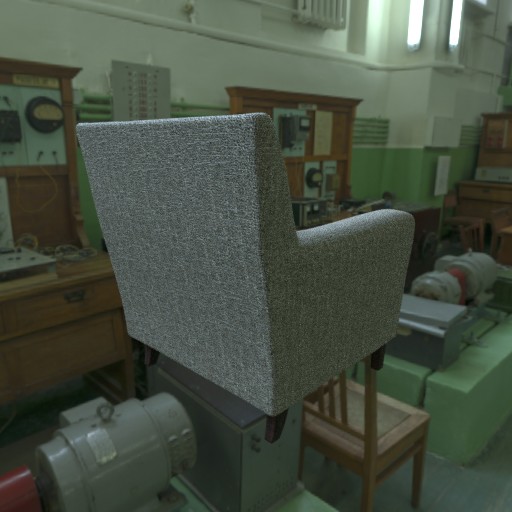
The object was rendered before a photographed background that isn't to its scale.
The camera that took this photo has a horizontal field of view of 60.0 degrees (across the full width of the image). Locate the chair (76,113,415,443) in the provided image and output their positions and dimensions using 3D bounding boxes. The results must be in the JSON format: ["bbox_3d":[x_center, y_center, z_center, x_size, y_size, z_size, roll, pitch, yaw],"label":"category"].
[{"bbox_3d":[0.000,0.000,1.614,0.864,0.928,0.873,14,20,43],"label":"chair"}]
